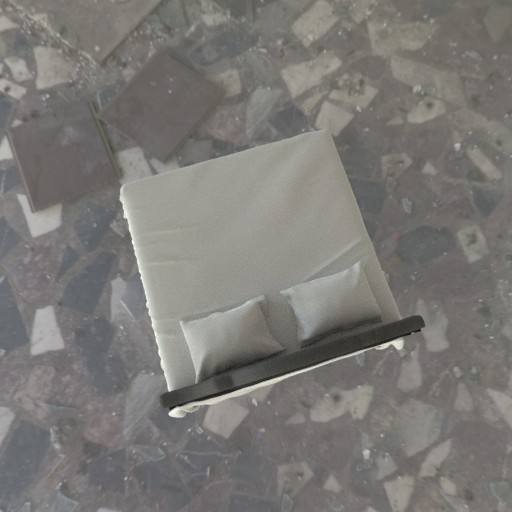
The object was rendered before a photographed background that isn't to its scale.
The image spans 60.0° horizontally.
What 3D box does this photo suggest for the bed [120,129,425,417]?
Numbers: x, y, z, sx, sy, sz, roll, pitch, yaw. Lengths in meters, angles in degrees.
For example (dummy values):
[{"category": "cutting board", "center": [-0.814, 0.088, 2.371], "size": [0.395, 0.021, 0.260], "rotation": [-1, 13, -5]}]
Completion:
[{"category": "bed", "center": [0.000, 0.000, 3.771], "size": [2.303, 1.631, 2.222], "rotation": [-16, 76, -4]}]
